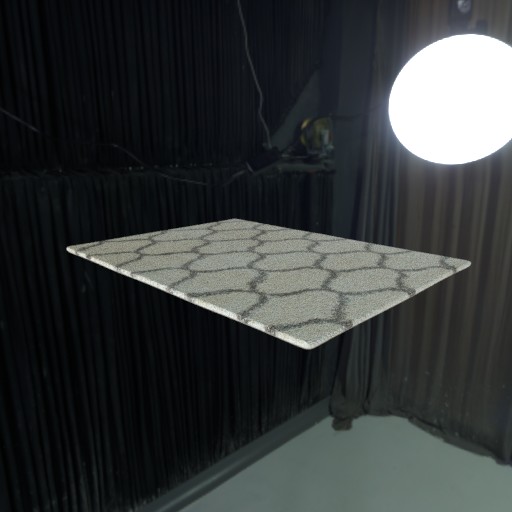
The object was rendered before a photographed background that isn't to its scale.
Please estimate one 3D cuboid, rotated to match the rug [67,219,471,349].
[{"bbox_3d":[0.000,0.000,2.166,1.600,0.025,1.200,14,20,43],"label":"rug"}]
